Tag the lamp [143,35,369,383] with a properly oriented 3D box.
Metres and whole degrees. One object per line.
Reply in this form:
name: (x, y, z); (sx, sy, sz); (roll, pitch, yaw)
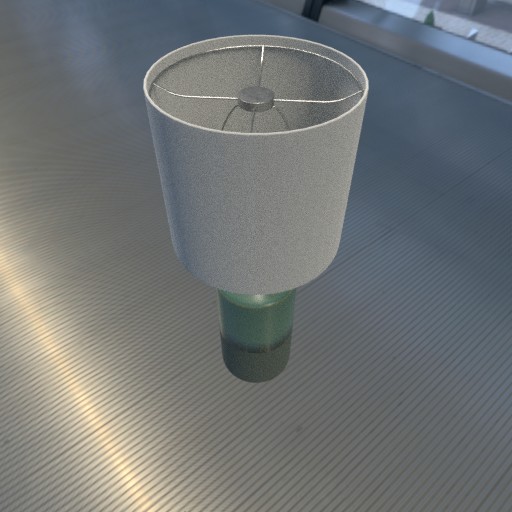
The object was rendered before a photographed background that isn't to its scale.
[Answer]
lamp: (0.000, 0.000, 0.599); (0.212, 0.493, 0.212); (3, 46, 3)
